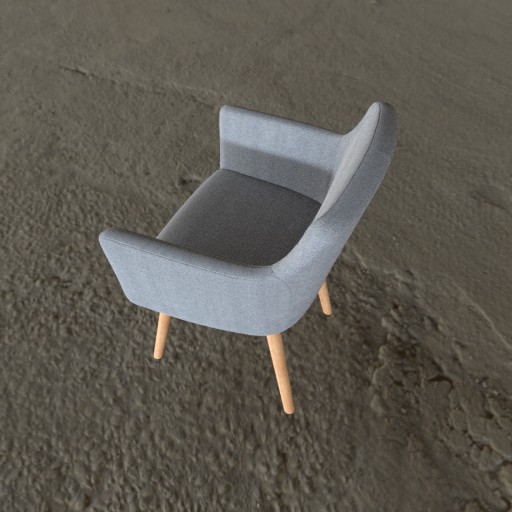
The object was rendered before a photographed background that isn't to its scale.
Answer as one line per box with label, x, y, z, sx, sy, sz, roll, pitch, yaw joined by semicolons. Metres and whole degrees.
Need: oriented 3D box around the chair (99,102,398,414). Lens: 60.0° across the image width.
chair;0.000;0.000;1.162;0.540;0.780;0.570;18;50;16
